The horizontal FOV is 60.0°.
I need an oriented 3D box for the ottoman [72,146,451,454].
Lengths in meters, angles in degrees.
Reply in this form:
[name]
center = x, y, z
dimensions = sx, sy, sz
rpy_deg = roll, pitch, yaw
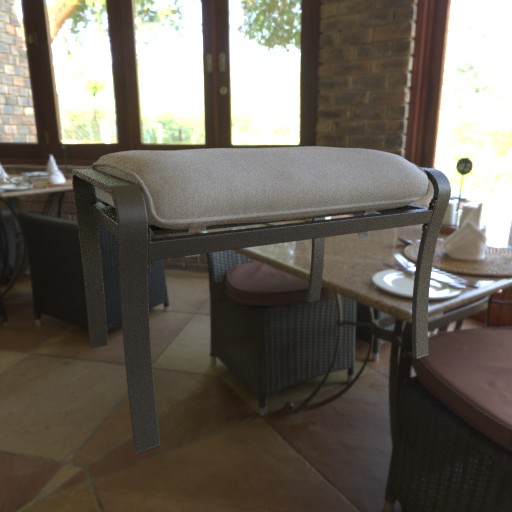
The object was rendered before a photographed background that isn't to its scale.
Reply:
[ottoman]
center = 0.000, 0.000, 0.888
dimensions = 0.610, 0.422, 0.406
rpy_deg = -8, 17, -28
